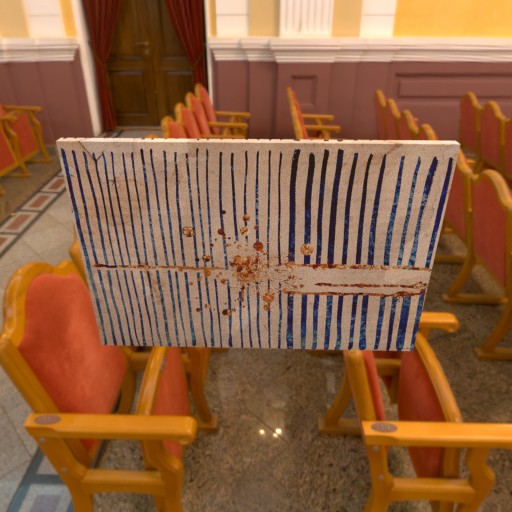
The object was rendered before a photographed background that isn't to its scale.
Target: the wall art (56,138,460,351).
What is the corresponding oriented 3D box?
[{"bbox_3d":[0.000,0.000,1.169,0.919,0.609,0.030,1,30,1],"label":"wall art"}]
